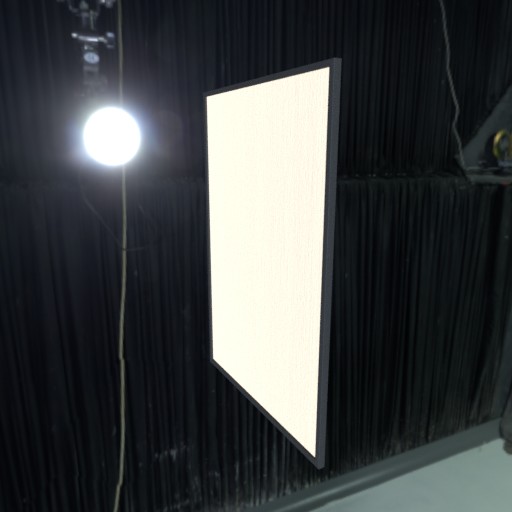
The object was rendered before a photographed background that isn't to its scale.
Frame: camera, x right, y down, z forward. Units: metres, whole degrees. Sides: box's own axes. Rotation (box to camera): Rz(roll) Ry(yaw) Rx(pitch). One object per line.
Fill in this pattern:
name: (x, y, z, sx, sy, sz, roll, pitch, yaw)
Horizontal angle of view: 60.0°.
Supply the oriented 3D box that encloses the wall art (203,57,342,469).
wall art: (0.000, 0.000, 0.880, 0.013, 0.657, 0.457, -8, 16, -29)
